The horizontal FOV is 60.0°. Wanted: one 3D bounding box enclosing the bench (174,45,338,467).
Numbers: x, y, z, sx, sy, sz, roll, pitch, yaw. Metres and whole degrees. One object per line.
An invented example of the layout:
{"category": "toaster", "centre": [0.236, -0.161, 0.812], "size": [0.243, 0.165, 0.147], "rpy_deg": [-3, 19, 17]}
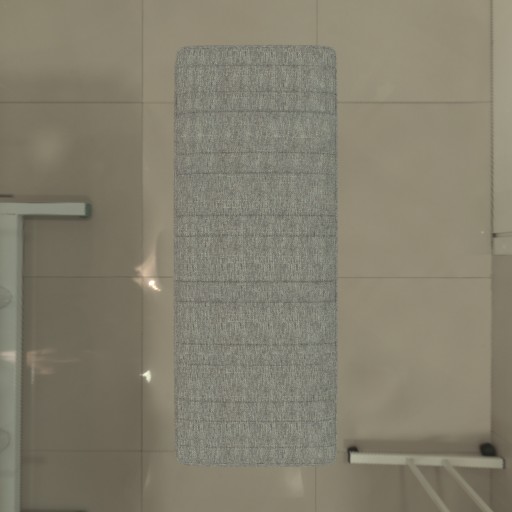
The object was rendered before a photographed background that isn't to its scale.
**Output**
{"category": "bench", "centre": [0.000, 0.000, 1.328], "size": [0.429, 0.470, 1.100], "rpy_deg": [0, 90, 0]}
